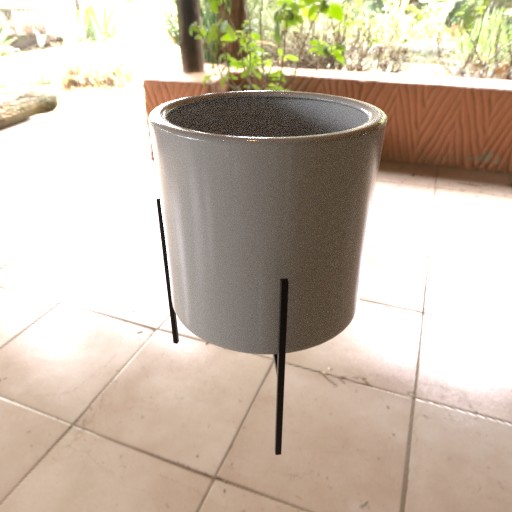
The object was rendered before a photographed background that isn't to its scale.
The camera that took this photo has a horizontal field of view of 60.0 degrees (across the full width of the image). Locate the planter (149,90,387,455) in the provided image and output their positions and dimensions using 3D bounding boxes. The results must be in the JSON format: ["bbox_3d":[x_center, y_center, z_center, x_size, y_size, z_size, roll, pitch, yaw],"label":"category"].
[{"bbox_3d":[0.000,0.000,0.746,0.361,0.480,0.360,10,31,17],"label":"planter"}]
